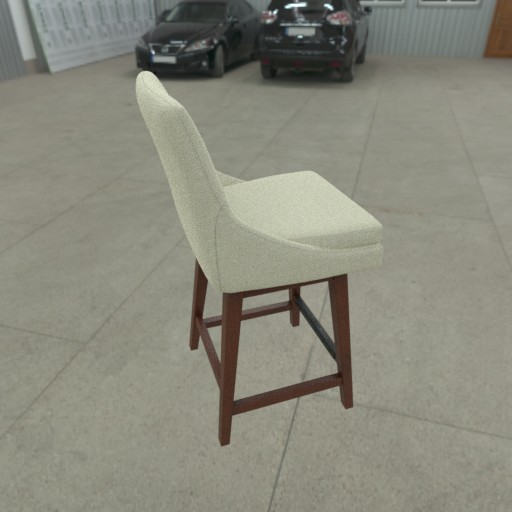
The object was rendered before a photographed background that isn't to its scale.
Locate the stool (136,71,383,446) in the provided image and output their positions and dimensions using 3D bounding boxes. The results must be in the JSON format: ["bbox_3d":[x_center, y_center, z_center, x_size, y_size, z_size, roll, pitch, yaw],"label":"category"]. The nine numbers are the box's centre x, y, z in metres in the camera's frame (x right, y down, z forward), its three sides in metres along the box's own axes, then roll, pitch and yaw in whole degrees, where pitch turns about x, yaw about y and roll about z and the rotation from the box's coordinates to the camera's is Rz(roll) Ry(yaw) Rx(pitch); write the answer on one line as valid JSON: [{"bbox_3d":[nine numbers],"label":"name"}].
[{"bbox_3d":[0.000,0.000,1.309,0.559,0.991,0.469,-10,32,-16],"label":"stool"}]
